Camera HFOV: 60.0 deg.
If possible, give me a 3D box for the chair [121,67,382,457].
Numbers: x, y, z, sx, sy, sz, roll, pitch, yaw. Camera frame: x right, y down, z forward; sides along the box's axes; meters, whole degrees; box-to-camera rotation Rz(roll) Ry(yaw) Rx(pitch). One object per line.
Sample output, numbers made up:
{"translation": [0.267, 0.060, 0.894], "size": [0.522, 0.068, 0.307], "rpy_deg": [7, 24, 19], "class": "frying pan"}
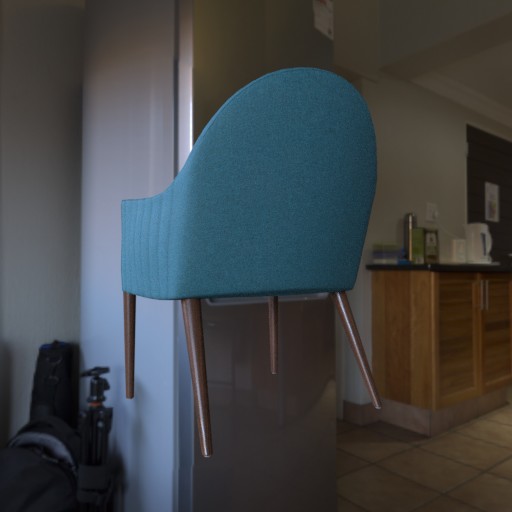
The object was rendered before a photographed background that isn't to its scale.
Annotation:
{"translation": [0.000, 0.000, 1.349], "size": [0.656, 0.907, 0.652], "rpy_deg": [1, -1, -35], "class": "chair"}
